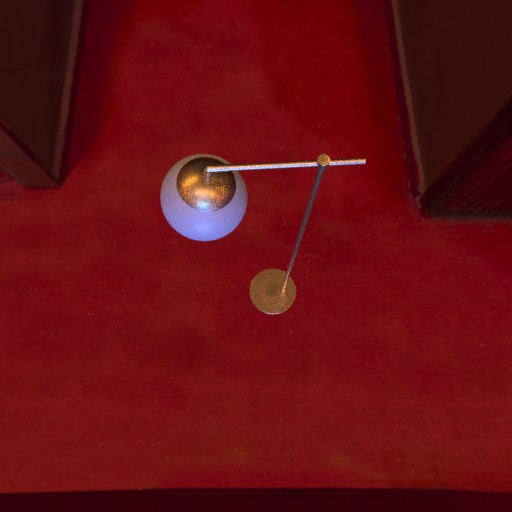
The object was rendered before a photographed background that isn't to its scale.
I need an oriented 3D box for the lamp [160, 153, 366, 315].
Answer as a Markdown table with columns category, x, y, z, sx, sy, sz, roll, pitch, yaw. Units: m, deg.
| category | x | y | z | sx | sy | sz | roll | pitch | yaw |
| --- | --- | --- | --- | --- | --- | --- | --- | --- | --- |
| lamp | 0.000 | 0.000 | 1.672 | 0.476 | 1.505 | 0.249 | -3 | 75 | -1 |
